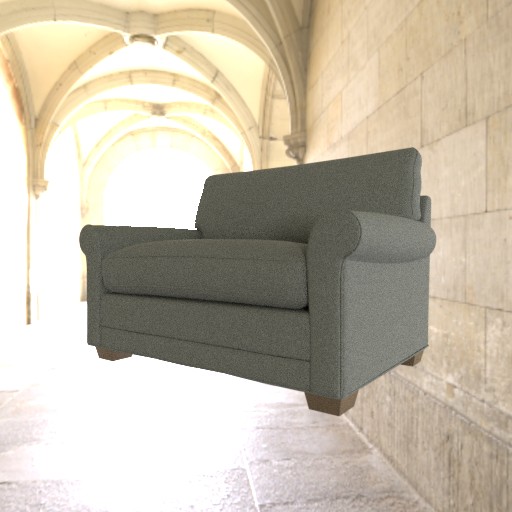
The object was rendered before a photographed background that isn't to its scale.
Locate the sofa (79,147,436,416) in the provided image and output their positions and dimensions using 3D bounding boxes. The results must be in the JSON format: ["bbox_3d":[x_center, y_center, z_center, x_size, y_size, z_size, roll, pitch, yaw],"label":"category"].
[{"bbox_3d":[0.000,0.000,2.016,1.410,0.953,0.940,0,1,36],"label":"sofa"}]
